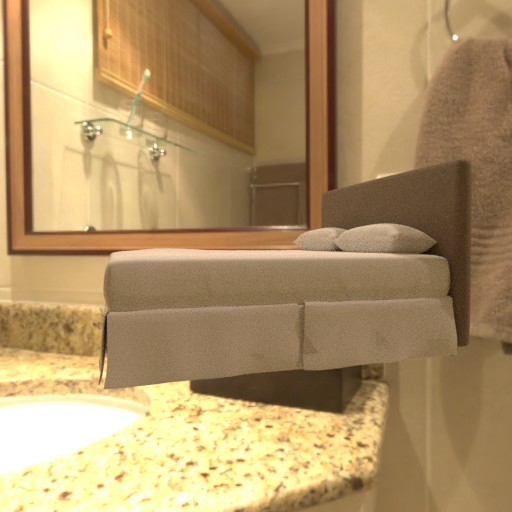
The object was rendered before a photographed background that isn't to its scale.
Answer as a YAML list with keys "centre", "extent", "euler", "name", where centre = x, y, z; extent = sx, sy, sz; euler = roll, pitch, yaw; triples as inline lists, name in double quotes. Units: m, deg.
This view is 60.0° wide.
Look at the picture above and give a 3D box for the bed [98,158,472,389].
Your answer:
- centre: [0.000, 0.000, 3.527]
  extent: [2.341, 1.317, 2.119]
  euler: [0, 2, -17]
  name: "bed"
